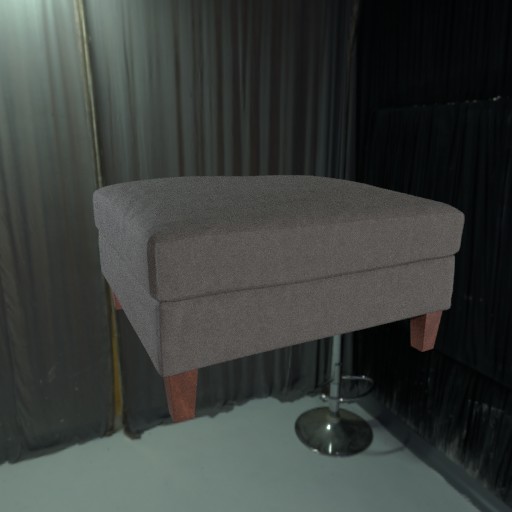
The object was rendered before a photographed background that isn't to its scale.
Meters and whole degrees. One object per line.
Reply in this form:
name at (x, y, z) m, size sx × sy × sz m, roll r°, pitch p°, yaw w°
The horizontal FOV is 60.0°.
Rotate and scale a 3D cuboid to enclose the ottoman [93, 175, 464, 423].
ottoman at (0.000, 0.000, 1.428) m, size 0.881 × 0.482 × 0.861 m, roll -8°, pitch 17°, yaw -26°
